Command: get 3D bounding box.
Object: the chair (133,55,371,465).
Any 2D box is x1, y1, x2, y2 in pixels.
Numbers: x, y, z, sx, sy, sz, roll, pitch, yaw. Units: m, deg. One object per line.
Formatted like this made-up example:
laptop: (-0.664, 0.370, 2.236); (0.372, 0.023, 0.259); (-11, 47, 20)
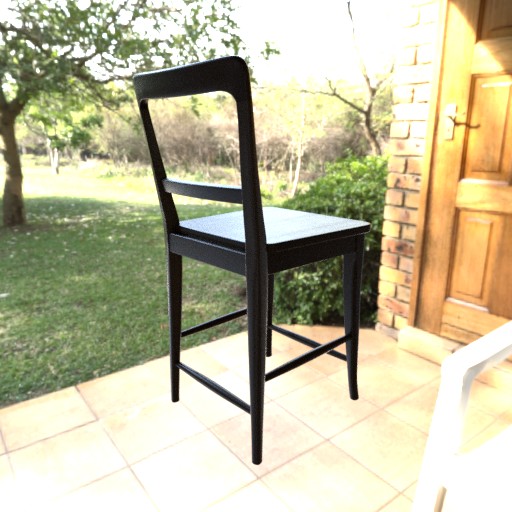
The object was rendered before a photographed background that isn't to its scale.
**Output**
chair: (0.000, 0.000, 1.301); (0.546, 0.991, 0.450); (-14, 21, -41)
